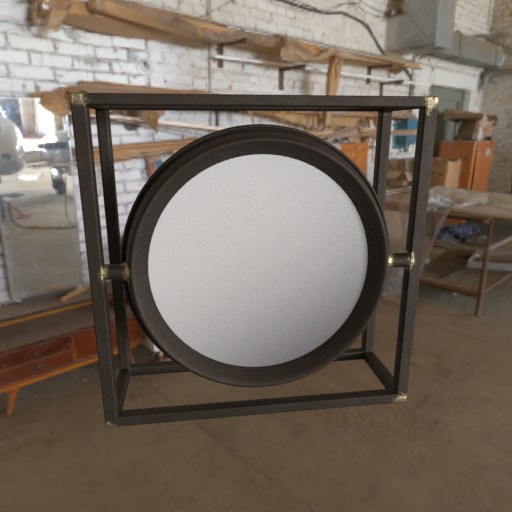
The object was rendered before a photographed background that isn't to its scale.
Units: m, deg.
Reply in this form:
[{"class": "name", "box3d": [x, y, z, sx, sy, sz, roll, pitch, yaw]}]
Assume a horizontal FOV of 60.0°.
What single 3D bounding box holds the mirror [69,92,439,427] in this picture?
[{"class": "mirror", "box3d": [0.000, 0.000, 0.452, 0.306, 0.303, 0.107, -2, 16, -8]}]
